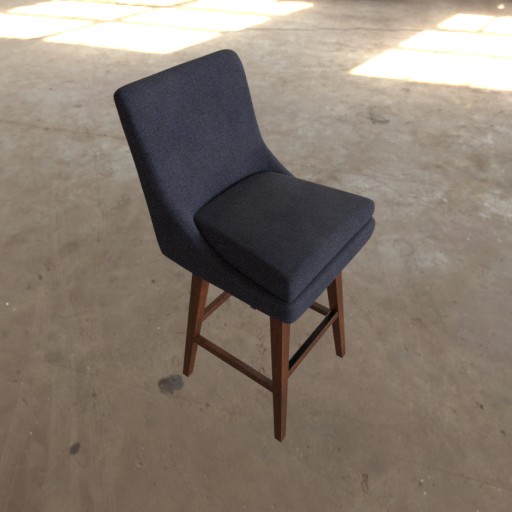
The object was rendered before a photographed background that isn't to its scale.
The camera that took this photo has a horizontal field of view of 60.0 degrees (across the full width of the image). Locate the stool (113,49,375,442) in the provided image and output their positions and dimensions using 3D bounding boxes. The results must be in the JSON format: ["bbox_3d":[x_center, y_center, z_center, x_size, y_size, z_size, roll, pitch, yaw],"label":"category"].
[{"bbox_3d":[0.000,0.000,1.405,0.572,1.068,0.489,26,47,27],"label":"stool"}]
